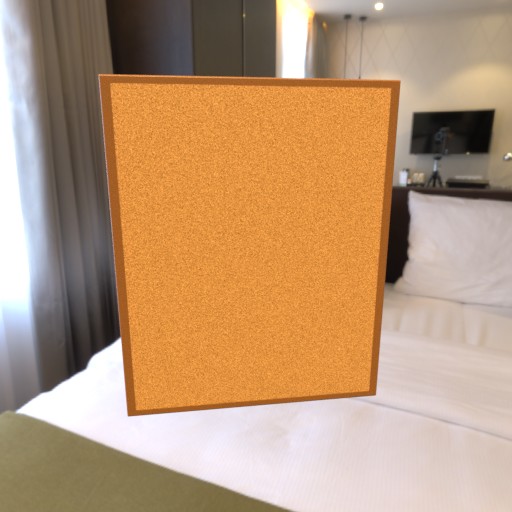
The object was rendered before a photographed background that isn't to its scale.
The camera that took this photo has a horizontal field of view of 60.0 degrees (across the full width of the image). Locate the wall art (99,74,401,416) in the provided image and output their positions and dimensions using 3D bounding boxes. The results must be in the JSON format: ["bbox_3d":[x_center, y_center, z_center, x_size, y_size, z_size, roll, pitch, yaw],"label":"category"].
[{"bbox_3d":[0.000,0.000,0.505,0.310,0.379,0.015,-2,15,-8],"label":"wall art"}]
